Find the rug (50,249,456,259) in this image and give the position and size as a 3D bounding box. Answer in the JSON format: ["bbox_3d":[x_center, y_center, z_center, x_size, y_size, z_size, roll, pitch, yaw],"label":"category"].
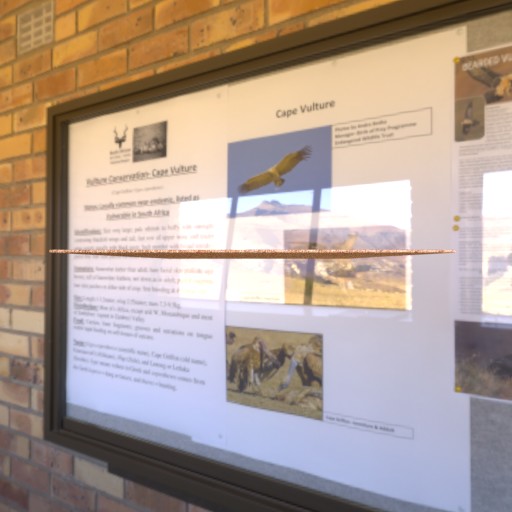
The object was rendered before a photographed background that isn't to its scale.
[{"bbox_3d":[0.000,0.000,2.718,1.566,0.013,2.141,0,-1,0],"label":"rug"}]
